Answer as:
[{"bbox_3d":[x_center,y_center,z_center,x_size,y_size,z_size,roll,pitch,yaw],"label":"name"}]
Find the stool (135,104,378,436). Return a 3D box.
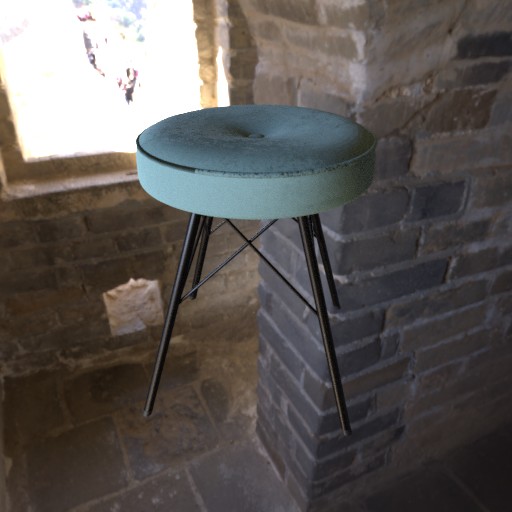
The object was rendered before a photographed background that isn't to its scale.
[{"bbox_3d":[0.000,0.000,0.885,0.458,0.519,0.457,8,31,13],"label":"stool"}]
